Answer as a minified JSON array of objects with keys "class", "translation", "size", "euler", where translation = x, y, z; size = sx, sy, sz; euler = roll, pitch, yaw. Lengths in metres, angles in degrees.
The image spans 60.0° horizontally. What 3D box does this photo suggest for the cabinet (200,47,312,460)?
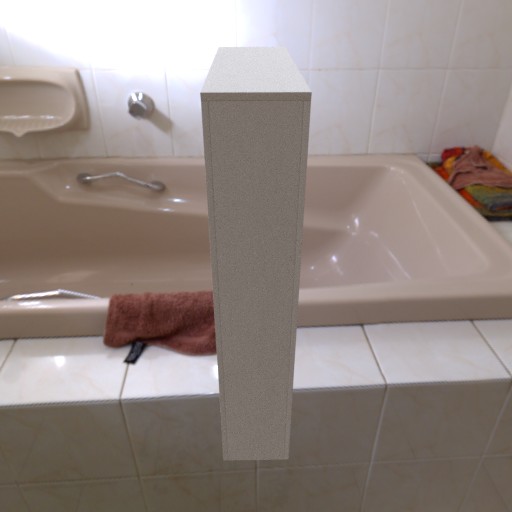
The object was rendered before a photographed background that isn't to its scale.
[{"class":"cabinet","translation":[0.000,0.000,1.591],"size":[0.250,1.280,0.750],"euler":[-1,32,-1]}]
